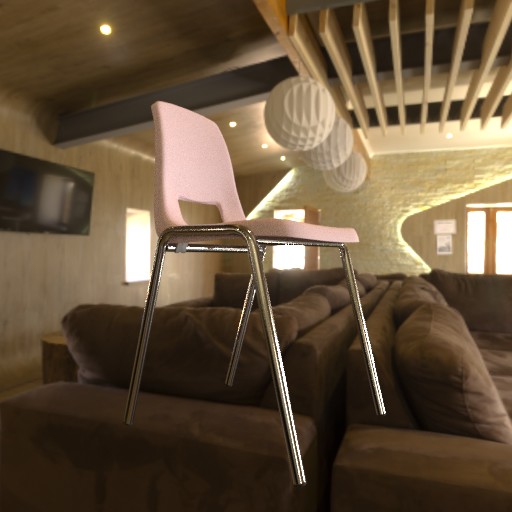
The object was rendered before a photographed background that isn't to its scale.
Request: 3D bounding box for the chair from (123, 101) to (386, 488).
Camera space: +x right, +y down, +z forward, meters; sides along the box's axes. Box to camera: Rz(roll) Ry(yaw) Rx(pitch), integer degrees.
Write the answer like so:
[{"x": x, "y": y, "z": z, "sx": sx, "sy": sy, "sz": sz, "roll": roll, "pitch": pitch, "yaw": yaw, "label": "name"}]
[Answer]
[{"x": 0.000, "y": 0.000, "z": 0.942, "sx": 0.436, "sy": 0.704, "sz": 0.381, "roll": 0, "pitch": 0, "yaw": 35, "label": "chair"}]
